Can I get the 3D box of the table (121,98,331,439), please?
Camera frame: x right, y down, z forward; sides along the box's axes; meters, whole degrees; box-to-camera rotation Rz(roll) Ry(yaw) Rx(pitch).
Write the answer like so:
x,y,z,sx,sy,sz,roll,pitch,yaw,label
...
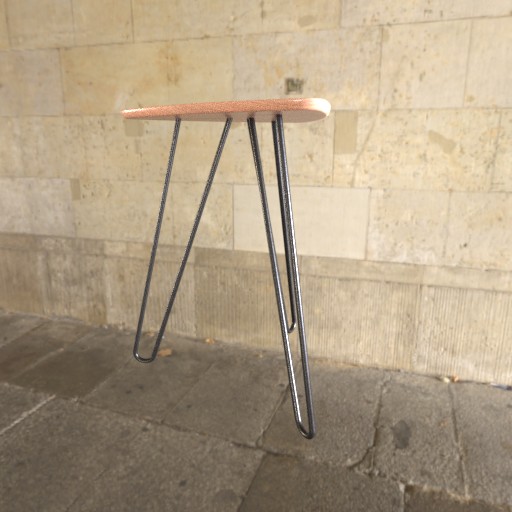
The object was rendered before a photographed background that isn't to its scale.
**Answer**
x,y,z,sx,sy,sz,roll,pitch,yaw,label
0.000,0.000,0.886,0.442,0.564,0.455,-7,16,-25,table
